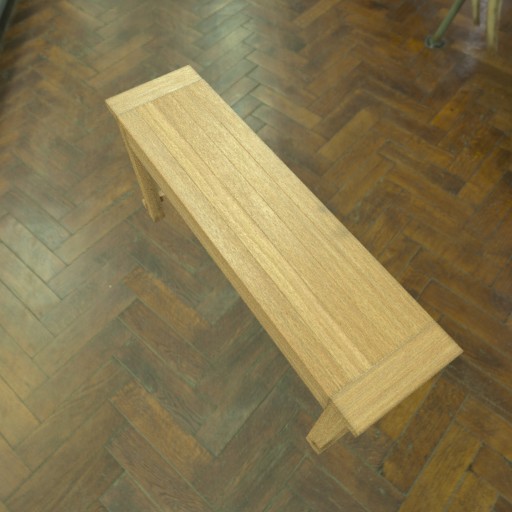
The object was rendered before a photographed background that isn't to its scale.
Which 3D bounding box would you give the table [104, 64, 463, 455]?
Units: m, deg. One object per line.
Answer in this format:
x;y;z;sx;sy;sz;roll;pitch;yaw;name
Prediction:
0.000;0.000;1.907;0.442;0.762;1.599;-31;64;-17;table
